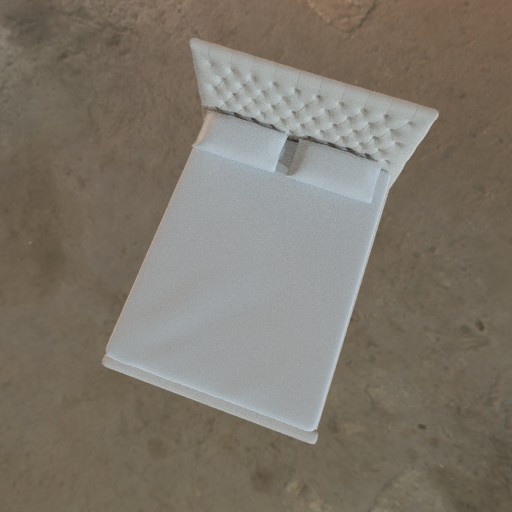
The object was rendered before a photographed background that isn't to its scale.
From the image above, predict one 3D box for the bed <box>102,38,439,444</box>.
[{"bbox_3d":[0.000,0.000,3.260,1.696,1.426,2.233,19,75,5],"label":"bed"}]
